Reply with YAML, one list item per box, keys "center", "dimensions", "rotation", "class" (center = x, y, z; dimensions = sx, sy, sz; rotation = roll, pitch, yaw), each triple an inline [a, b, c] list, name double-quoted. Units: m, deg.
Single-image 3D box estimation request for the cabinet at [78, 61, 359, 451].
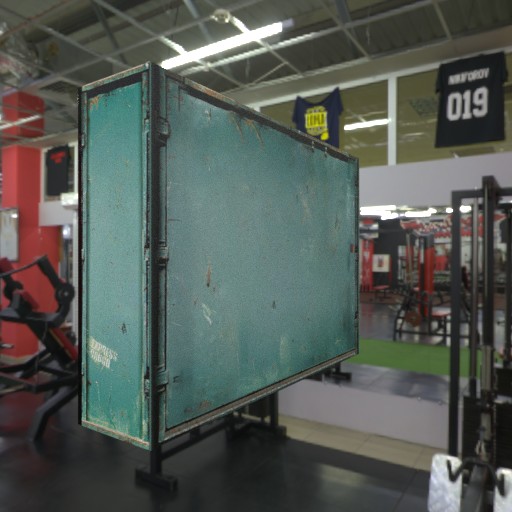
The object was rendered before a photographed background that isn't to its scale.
- center: [0.000, 0.000, 3.875]
  dimensions: [0.680, 2.160, 3.001]
  rotation: [0, 0, 35]
  class: "cabinet"
